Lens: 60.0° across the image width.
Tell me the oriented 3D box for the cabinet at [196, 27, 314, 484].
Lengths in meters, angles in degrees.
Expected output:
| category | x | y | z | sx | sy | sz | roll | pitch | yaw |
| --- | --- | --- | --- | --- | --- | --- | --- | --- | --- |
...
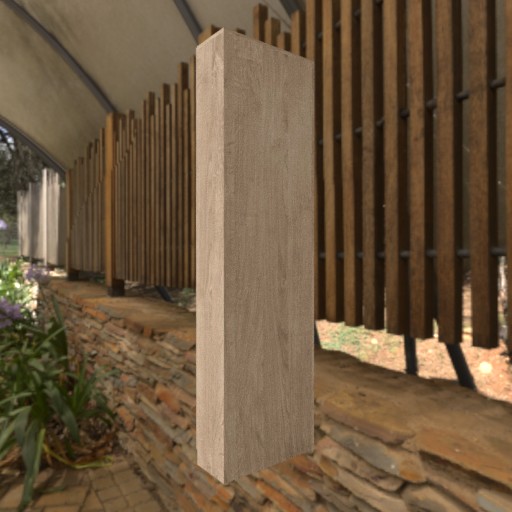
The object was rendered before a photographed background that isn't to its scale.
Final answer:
| category | x | y | z | sx | sy | sz | roll | pitch | yaw |
| --- | --- | --- | --- | --- | --- | --- | --- | --- | --- |
| cabinet | 0.000 | 0.000 | 1.982 | 0.500 | 1.790 | 0.230 | 0 | 0 | -38 |
